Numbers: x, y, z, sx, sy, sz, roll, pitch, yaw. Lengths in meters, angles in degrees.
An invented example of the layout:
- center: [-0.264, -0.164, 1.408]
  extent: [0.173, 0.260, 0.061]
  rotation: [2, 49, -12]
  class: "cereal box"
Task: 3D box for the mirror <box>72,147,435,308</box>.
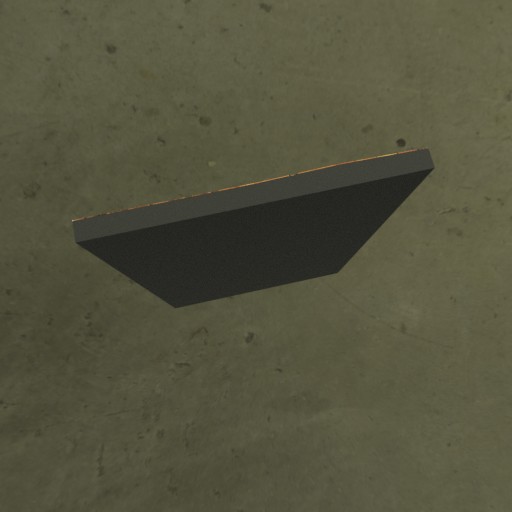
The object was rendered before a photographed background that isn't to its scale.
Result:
- center: [0.000, 0.000, 1.178]
  extent: [0.606, 0.912, 0.044]
  rotation: [-12, 77, -3]
  class: "mirror"
